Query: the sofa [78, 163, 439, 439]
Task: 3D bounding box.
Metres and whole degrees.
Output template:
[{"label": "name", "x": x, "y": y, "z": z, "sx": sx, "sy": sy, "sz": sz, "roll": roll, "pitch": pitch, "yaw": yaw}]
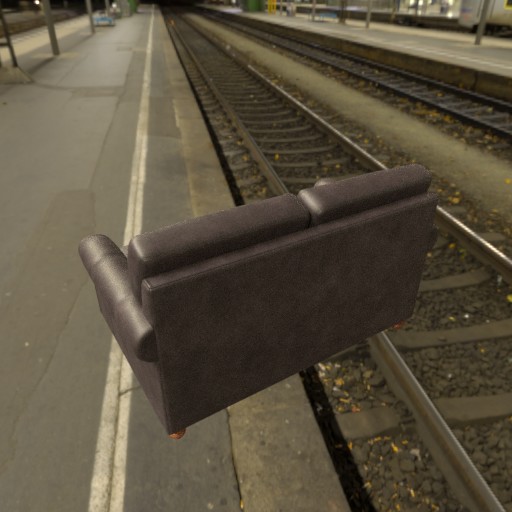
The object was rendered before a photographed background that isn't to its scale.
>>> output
[{"label": "sofa", "x": 0.000, "y": 0.000, "z": 2.386, "sx": 1.663, "sy": 0.979, "sz": 1.030, "roll": -18, "pitch": 35, "yaw": -28}]
